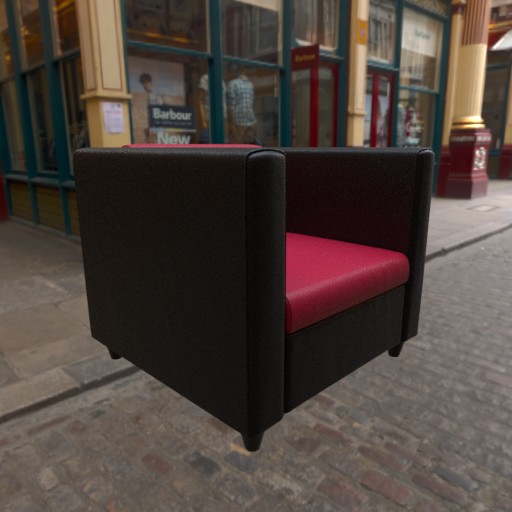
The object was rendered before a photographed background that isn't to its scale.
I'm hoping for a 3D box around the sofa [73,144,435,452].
[{"bbox_3d":[0.000,0.000,1.473,0.809,0.724,0.839,13,19,43],"label":"sofa"}]
